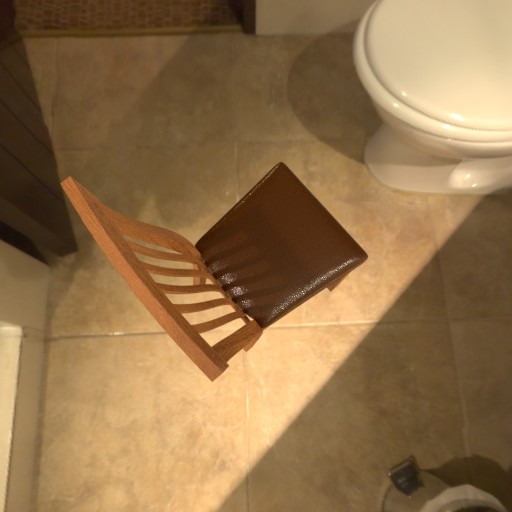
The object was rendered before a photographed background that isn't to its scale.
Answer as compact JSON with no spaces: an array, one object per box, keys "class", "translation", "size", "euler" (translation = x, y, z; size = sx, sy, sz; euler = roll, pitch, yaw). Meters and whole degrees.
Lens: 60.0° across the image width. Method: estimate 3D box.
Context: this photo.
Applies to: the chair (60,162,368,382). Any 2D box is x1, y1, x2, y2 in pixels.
[{"class":"chair","translation":[0.000,0.000,1.313],"size":[0.580,1.050,0.450],"euler":[-38,78,-9]}]
